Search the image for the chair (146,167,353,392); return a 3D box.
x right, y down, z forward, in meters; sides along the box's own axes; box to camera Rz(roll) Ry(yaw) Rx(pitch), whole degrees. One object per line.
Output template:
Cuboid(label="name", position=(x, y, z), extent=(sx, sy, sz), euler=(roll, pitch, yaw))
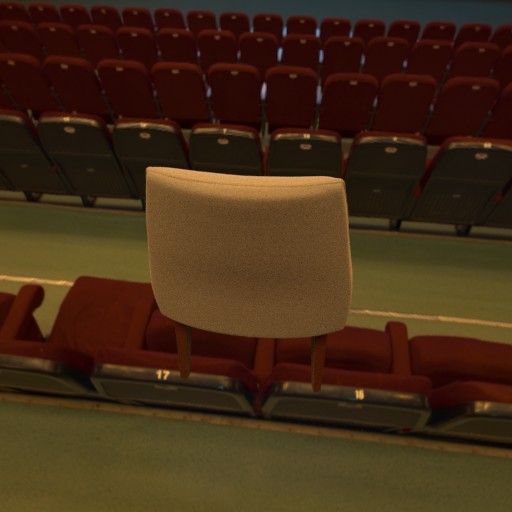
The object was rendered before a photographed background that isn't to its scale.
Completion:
Cuboid(label="chair", position=(0.000, 0.000, 1.234), extent=(0.529, 0.861, 0.544), euler=(4, 46, 4))
